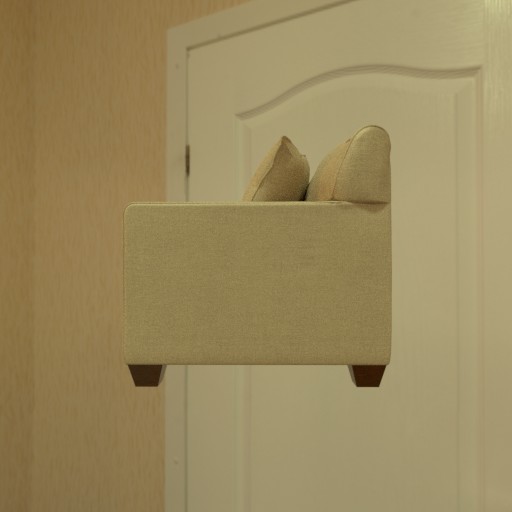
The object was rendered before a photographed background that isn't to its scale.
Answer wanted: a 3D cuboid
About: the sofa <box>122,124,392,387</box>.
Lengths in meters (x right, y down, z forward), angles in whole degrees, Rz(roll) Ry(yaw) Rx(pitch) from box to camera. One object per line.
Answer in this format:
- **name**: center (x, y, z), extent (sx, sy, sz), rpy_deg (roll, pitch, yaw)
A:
- **sofa**: center (0.000, 0.000, 2.545), extent (0.997, 0.958, 2.024), rpy_deg (0, -1, 0)
